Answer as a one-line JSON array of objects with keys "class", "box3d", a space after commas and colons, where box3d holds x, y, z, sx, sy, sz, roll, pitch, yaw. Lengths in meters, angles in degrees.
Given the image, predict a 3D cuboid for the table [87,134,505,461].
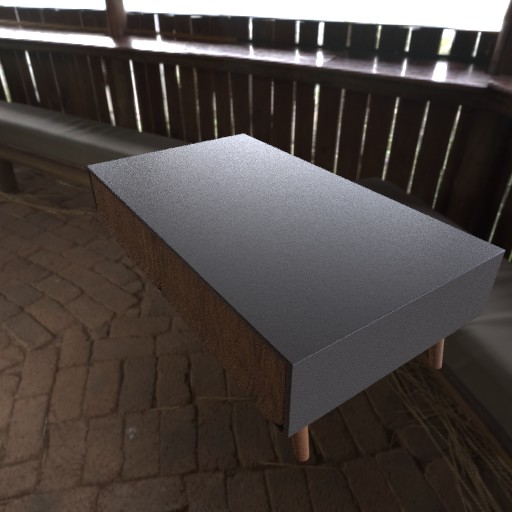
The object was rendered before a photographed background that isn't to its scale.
[{"class": "table", "box3d": [0.000, 0.000, 1.476, 0.703, 0.404, 1.201, -20, 37, -29]}]
